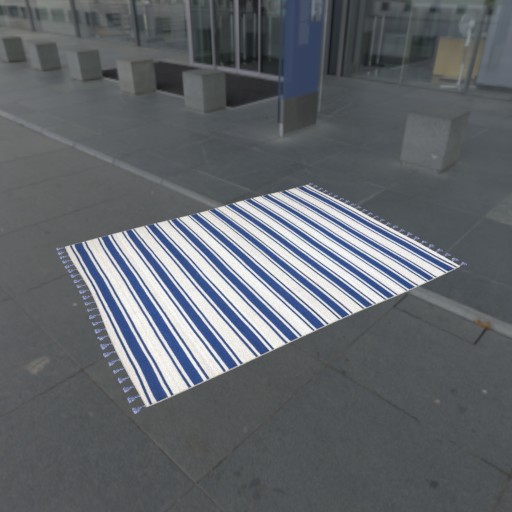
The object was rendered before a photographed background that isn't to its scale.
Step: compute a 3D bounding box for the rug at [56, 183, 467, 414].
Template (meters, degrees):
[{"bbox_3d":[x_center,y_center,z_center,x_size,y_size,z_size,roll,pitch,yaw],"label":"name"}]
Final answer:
[{"bbox_3d":[0.000,0.000,4.503,3.416,0.016,2.471,-18,36,-27],"label":"rug"}]
